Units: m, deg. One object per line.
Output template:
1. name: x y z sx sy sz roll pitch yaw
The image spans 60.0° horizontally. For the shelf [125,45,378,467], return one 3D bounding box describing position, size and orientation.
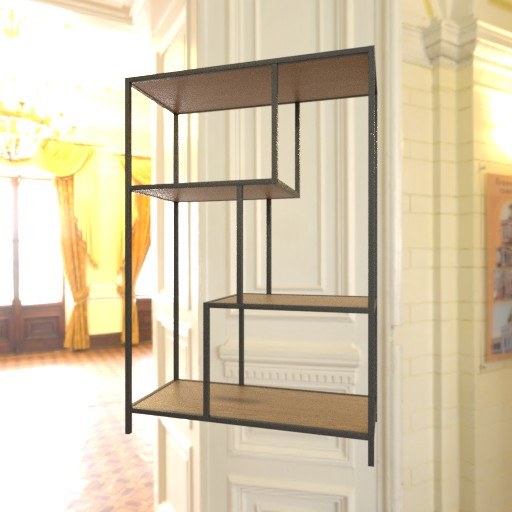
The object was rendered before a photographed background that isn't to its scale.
1. shelf: 0.000 0.000 1.473 0.770 1.138 0.350 0 0 17
